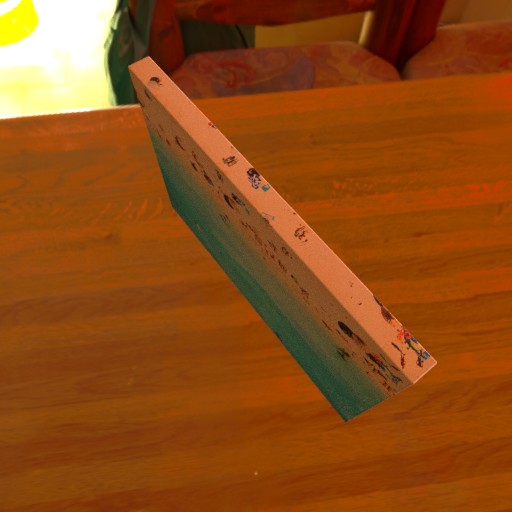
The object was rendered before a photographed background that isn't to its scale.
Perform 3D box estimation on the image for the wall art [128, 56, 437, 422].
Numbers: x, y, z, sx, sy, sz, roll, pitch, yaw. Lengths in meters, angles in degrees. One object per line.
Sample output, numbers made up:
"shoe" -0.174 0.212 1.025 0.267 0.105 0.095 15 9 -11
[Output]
"wall art" 0.000 0.000 0.772 0.039 0.406 0.609 -34 69 -16
